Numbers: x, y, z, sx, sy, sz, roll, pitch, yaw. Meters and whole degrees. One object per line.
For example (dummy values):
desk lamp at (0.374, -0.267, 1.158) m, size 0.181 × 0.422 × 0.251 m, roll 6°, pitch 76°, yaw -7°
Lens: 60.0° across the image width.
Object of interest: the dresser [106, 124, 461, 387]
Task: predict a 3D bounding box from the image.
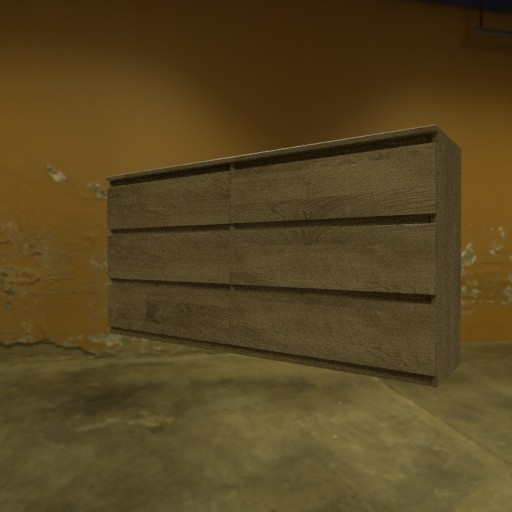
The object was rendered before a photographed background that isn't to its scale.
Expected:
dresser at (0.000, 0.000, 1.942) m, size 1.590 × 0.795 × 0.390 m, roll 0°, pitch 0°, yaw 35°
